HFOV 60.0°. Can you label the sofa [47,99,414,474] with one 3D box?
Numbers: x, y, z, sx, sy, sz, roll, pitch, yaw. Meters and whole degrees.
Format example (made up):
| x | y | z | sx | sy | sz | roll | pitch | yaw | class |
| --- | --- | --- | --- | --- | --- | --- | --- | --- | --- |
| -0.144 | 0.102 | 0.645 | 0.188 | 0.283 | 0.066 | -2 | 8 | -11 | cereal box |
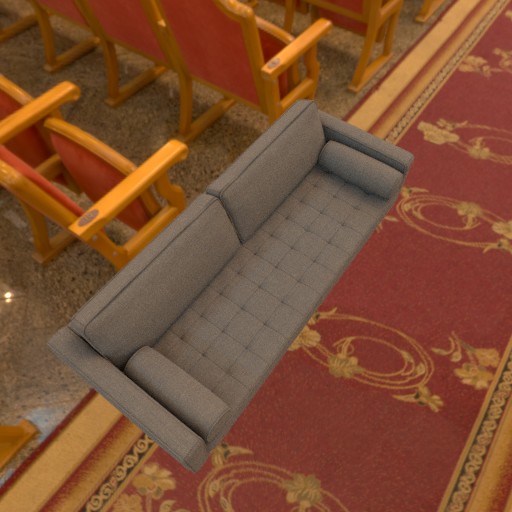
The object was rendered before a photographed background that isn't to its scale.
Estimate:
| x | y | z | sx | sy | sz | roll | pitch | yaw | class |
| --- | --- | --- | --- | --- | --- | --- | --- | --- | --- |
| 0.000 | 0.000 | 2.601 | 0.914 | 0.762 | 2.198 | 32 | 63 | 18 | sofa |
